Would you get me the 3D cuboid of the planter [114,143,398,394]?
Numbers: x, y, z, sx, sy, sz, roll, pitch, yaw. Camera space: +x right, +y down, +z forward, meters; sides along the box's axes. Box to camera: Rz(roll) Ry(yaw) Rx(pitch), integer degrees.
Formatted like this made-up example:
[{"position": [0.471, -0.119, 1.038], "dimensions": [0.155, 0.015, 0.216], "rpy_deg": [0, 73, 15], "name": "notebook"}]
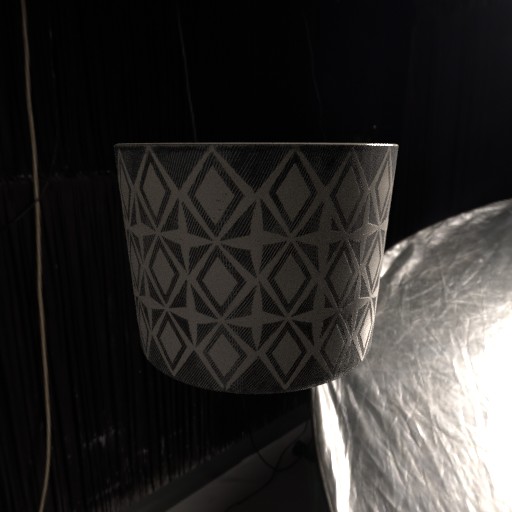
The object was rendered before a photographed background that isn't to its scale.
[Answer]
[{"position": [0.000, 0.000, 0.450], "dimensions": [0.260, 0.220, 0.260], "rpy_deg": [0, 14, 0], "name": "planter"}]
